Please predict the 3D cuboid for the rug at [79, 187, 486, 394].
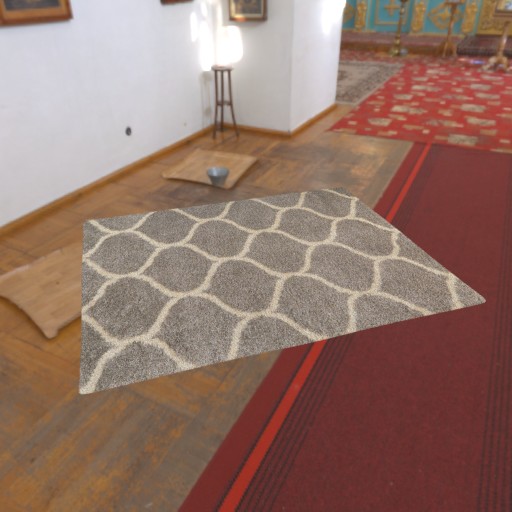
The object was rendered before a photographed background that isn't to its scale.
[{"bbox_3d":[0.000,0.000,4.016,3.000,0.026,2.399,-10,33,-15],"label":"rug"}]
